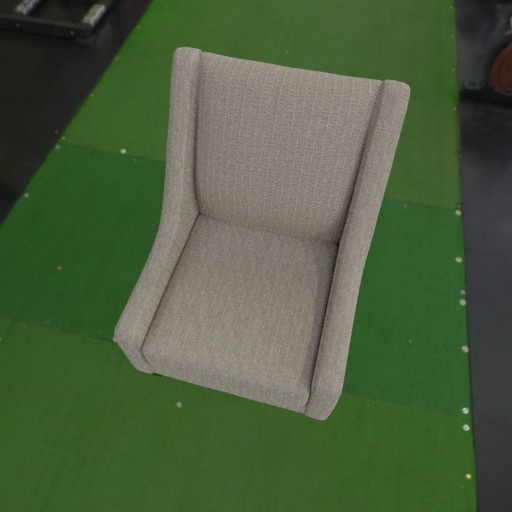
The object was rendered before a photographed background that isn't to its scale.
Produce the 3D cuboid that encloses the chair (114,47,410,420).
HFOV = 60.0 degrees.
[{"bbox_3d":[0.000,0.000,1.592,0.774,1.014,0.870,13,58,8],"label":"chair"}]
